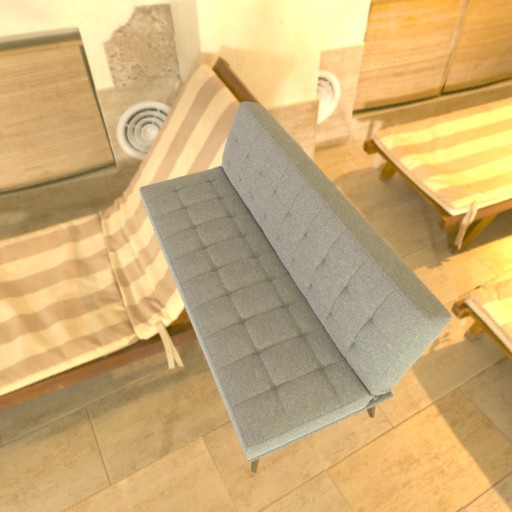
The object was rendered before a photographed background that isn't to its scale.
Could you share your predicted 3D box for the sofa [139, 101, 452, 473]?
[{"bbox_3d":[0.000,0.000,2.353,0.860,0.810,1.800,-18,49,-16],"label":"sofa"}]
